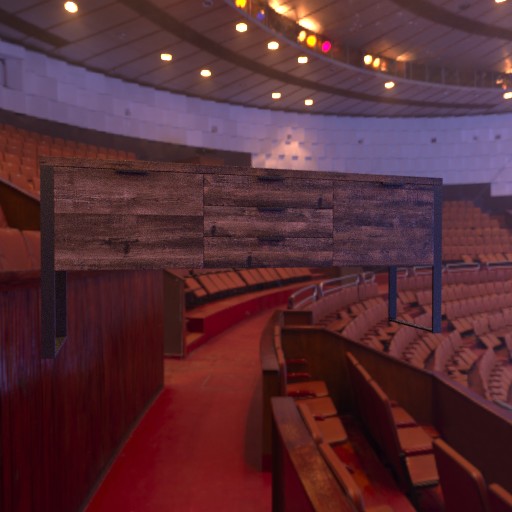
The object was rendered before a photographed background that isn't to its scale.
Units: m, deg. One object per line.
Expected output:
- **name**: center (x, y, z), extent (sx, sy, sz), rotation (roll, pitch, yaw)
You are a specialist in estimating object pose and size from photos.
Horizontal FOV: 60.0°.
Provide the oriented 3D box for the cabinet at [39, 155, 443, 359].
- **cabinet**: center (0.000, 0.000, 2.093), extent (1.800, 0.762, 0.395), rotation (0, 1, -17)
